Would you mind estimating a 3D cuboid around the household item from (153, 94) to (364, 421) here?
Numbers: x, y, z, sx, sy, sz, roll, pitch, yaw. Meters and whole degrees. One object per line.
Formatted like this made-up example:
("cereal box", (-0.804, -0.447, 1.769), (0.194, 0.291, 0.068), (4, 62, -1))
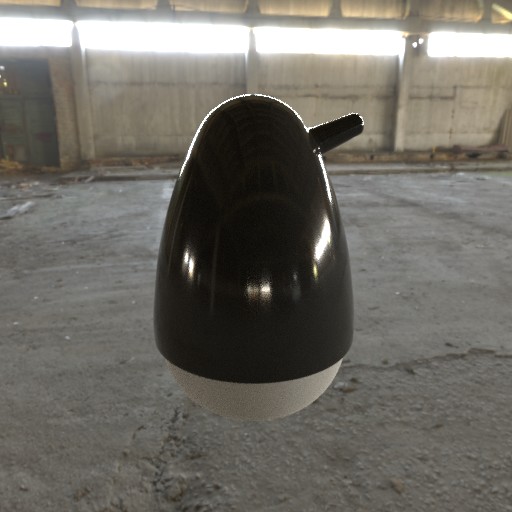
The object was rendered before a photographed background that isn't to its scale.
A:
("household item", (0.000, 0.000, 0.221), (0.104, 0.152, 0.102), (-3, 16, -10))
